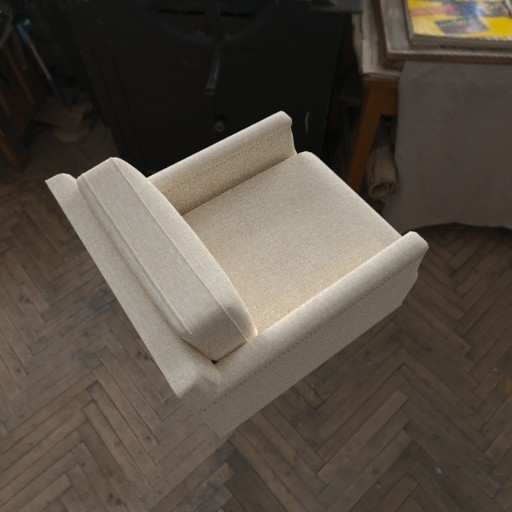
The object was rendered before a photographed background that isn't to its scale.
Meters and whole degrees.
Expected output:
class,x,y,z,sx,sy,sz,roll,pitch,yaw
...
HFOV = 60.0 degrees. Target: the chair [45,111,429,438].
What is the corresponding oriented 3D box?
class,x,y,z,sx,sy,sz,roll,pitch,yaw
chair,0.000,0.000,1.715,1.041,0.940,0.838,-31,64,-18
